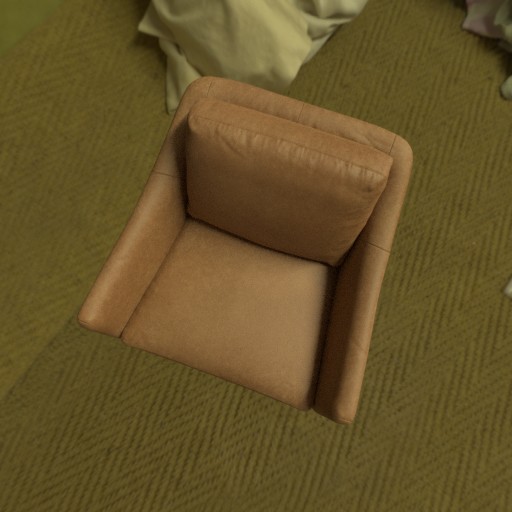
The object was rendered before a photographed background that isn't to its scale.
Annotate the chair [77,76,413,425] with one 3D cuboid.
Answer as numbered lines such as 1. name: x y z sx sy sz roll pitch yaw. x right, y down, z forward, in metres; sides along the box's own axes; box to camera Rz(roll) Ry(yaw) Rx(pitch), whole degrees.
1. chair: 0.000 0.000 1.703 0.988 0.895 0.963 19 78 4
